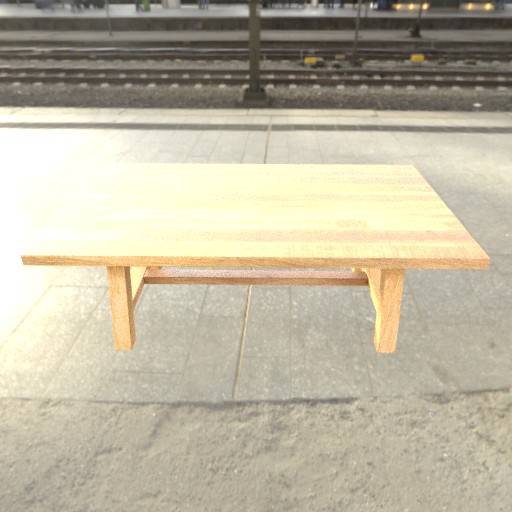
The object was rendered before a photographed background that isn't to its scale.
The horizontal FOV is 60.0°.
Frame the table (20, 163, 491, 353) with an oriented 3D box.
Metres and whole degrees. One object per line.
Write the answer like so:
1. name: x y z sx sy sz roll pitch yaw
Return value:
1. table: 0.000 0.000 1.684 1.320 0.455 0.760 0 31 1
